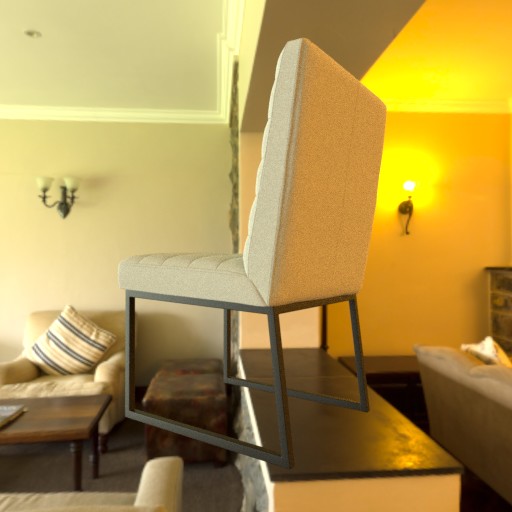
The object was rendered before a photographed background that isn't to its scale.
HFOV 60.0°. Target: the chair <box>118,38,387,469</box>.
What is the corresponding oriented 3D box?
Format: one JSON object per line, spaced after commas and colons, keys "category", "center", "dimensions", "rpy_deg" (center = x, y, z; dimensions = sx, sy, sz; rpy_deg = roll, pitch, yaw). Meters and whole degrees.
{"category": "chair", "center": [0.000, 0.000, 1.298], "dimensions": [0.634, 0.930, 0.520], "rpy_deg": [0, -1, 36]}
